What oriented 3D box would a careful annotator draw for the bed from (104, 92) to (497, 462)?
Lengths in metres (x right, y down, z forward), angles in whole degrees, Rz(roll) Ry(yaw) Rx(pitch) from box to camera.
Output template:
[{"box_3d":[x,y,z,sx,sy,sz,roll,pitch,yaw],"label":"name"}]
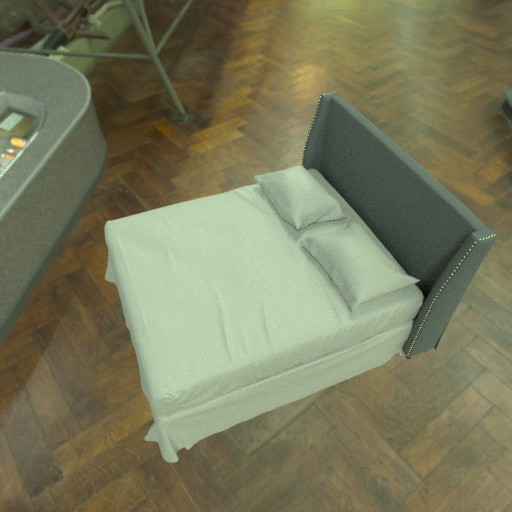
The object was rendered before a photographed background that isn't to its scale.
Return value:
[{"box_3d":[0.000,0.000,3.328,2.276,1.332,1.925,-17,49,-15],"label":"bed"}]
